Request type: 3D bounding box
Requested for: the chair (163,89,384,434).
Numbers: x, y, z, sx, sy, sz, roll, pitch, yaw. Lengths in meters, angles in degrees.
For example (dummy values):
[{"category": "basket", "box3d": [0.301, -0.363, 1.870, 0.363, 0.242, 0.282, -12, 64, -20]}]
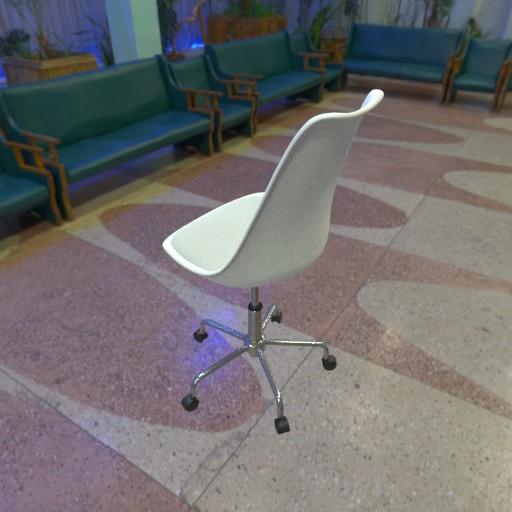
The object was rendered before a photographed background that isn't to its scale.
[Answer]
[{"category": "chair", "box3d": [0.000, 0.000, 1.269, 0.550, 0.930, 0.550, 21, 39, 30]}]
